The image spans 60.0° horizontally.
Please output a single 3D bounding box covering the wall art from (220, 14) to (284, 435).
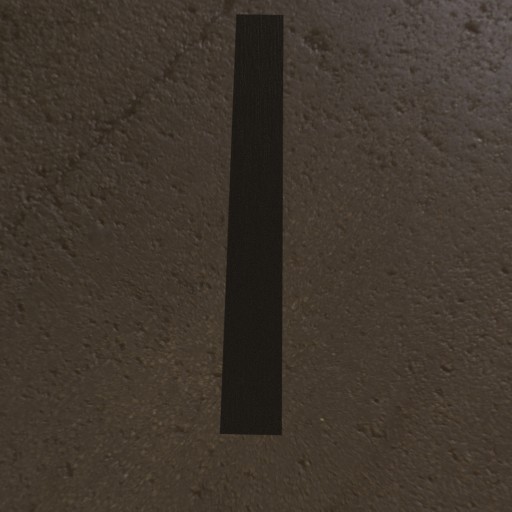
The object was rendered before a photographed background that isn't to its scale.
[{"bbox_3d":[0.000,0.000,0.445,0.036,0.300,0.302,1,74,0],"label":"wall art"}]
